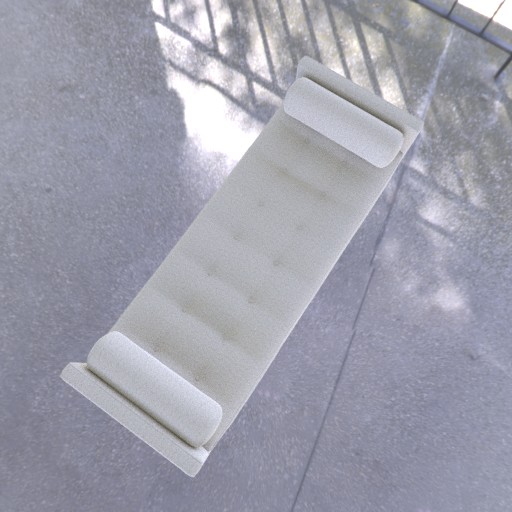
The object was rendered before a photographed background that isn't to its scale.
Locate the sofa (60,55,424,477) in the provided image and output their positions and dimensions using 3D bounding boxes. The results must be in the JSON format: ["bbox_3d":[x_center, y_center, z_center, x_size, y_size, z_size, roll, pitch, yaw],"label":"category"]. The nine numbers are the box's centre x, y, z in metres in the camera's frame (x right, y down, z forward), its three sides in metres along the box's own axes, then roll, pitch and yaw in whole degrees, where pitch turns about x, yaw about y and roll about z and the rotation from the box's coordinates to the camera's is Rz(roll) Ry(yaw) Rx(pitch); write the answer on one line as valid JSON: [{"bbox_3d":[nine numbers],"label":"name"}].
[{"bbox_3d":[0.000,0.000,2.351,0.746,0.641,1.985,33,77,8],"label":"sofa"}]
